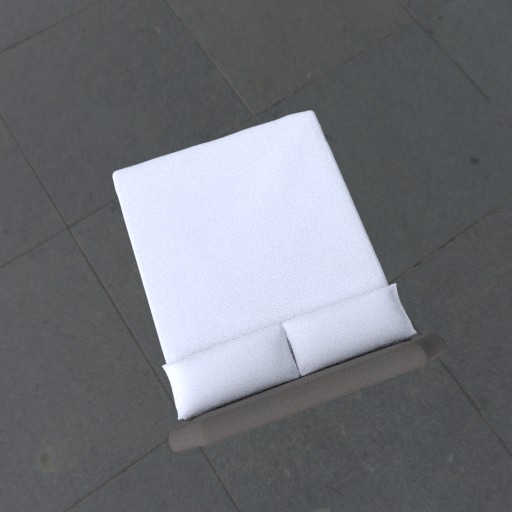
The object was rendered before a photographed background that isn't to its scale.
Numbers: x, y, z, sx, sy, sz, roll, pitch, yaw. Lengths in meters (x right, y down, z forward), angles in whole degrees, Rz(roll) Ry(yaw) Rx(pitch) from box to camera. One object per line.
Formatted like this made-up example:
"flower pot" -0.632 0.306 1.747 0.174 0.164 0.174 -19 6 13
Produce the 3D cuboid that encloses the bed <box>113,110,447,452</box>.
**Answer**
"bed" 0.000 0.000 3.917 2.194 1.561 2.536 -19 76 -5
